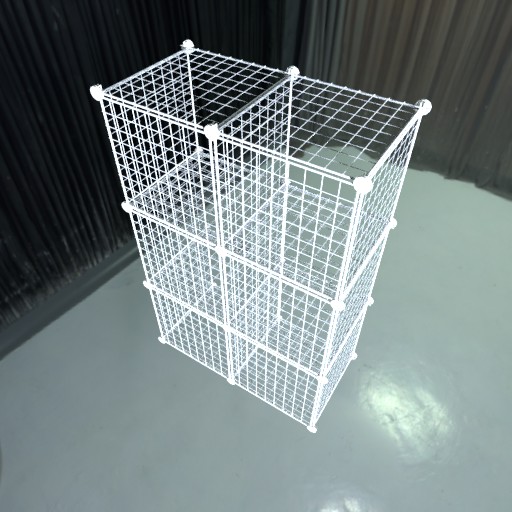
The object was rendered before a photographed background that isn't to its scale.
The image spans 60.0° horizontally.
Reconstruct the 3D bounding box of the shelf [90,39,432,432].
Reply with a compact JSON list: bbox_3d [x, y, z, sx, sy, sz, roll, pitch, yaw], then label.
[{"bbox_3d":[0.000,0.000,1.398,0.711,1.067,0.356,24,50,22],"label":"shelf"}]
